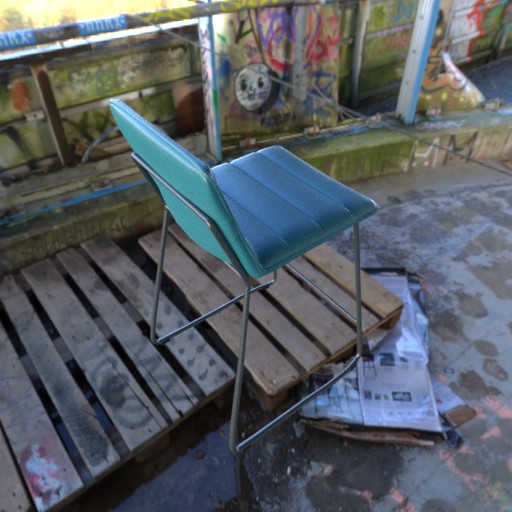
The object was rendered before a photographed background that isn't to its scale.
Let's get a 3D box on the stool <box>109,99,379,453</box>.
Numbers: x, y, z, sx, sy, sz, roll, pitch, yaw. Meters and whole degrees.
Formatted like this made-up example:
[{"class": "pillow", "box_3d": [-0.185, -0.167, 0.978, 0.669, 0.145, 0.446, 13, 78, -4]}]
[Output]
[{"class": "stool", "box_3d": [0.000, 0.000, 1.193, 0.524, 0.866, 0.489, -26, 48, -27]}]
